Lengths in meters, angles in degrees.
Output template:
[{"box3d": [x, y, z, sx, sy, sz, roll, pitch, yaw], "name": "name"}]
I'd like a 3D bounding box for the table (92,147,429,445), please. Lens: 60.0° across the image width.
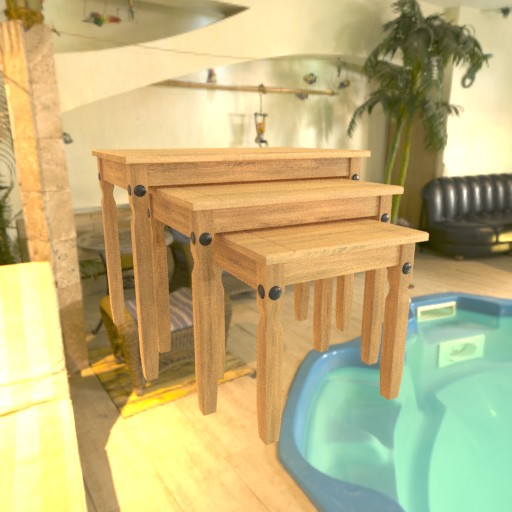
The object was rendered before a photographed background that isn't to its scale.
[{"box3d": [0.000, 0.000, 1.170, 0.660, 0.535, 0.773, -8, 17, -27], "name": "table"}]
